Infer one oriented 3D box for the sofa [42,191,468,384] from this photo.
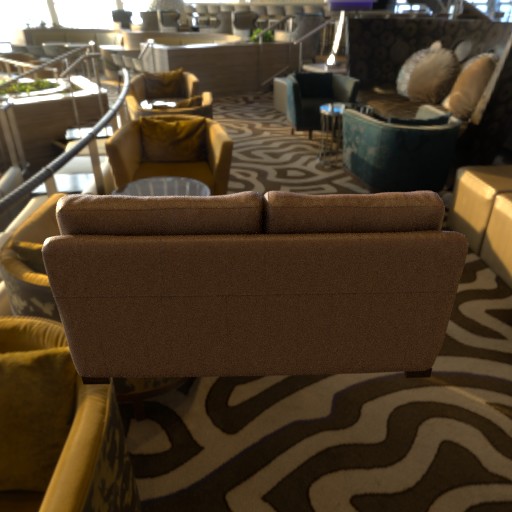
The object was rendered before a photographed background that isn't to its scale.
[{"bbox_3d":[0.000,0.000,2.438,1.855,0.980,0.962,-1,30,-1],"label":"sofa"}]
